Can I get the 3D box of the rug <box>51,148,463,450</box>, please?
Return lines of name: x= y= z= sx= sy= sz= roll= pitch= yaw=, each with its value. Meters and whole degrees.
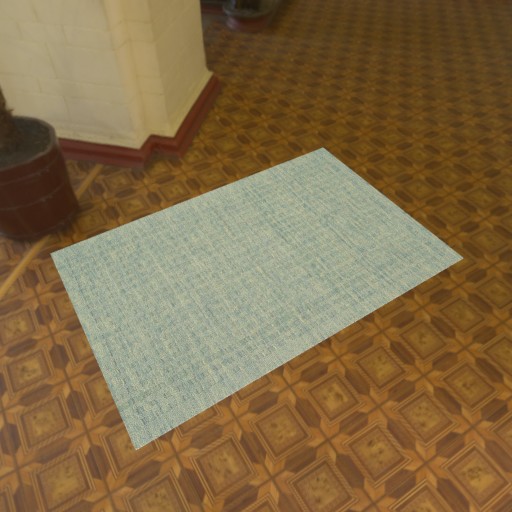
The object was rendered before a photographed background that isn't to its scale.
rug: x=0.000 y=0.000 z=2.247 sx=1.752 sy=0.006 sz=1.142 roll=-25 pitch=53 yaw=-21
